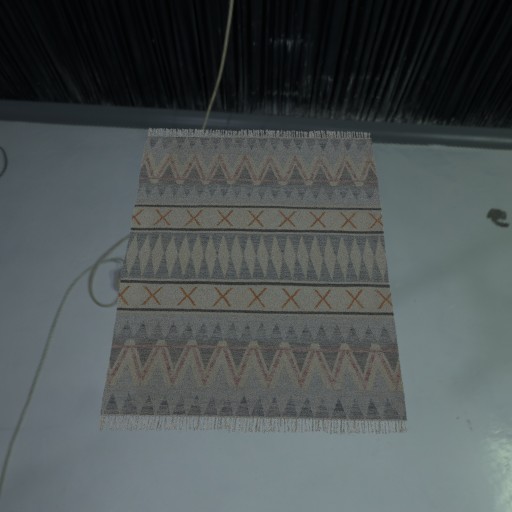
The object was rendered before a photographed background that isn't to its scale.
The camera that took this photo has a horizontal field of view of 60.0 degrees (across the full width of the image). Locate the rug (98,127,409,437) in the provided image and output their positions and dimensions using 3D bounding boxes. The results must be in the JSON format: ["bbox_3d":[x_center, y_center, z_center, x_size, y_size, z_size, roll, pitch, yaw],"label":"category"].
[{"bbox_3d":[0.000,0.000,3.994,2.371,0.012,3.000,1,63,0],"label":"rug"}]
